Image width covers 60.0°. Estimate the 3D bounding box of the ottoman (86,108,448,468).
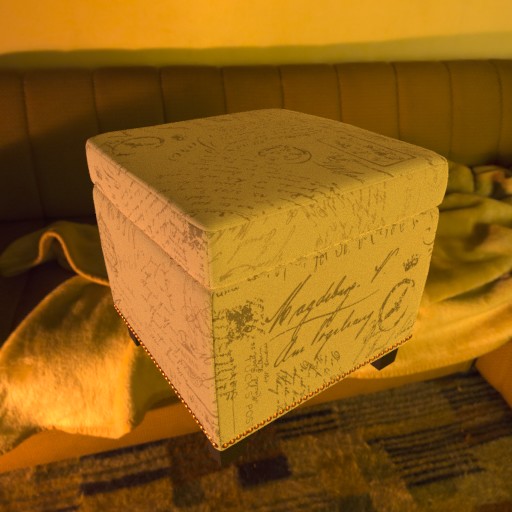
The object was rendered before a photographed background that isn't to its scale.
[{"bbox_3d":[0.000,0.000,0.830,0.450,0.457,0.449,-19,35,-30],"label":"ottoman"}]
